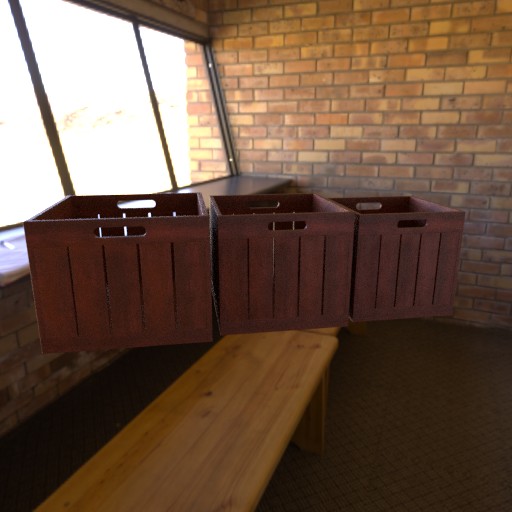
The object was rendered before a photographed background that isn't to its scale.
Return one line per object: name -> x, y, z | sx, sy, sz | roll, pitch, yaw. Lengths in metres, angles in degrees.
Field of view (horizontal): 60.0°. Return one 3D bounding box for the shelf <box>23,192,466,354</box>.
shelf -> 0.000, 0.000, 1.250 | 1.064, 0.311, 0.393 | -3, 16, -9
